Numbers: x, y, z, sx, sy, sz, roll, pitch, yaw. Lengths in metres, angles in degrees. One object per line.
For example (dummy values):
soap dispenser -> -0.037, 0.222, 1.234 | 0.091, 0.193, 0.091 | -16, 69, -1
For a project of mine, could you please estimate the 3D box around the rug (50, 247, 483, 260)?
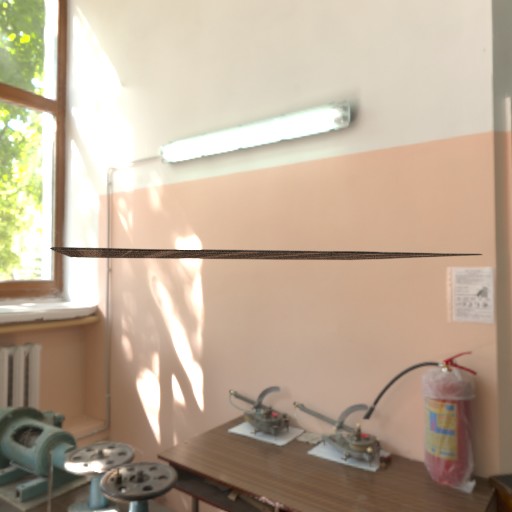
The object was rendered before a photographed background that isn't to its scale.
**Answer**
rug -> 0.000, 0.000, 3.034 | 2.434, 0.015, 1.520 | 1, -2, -19
